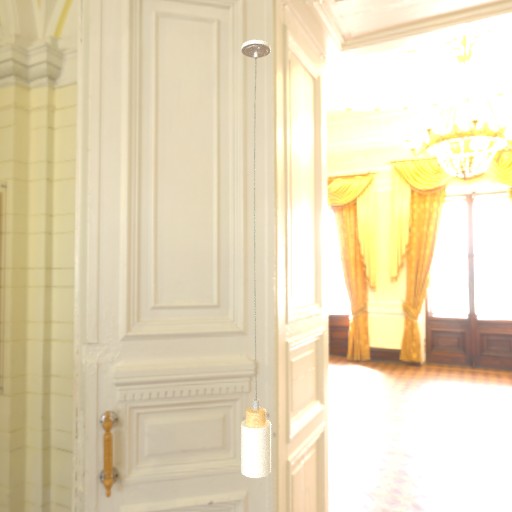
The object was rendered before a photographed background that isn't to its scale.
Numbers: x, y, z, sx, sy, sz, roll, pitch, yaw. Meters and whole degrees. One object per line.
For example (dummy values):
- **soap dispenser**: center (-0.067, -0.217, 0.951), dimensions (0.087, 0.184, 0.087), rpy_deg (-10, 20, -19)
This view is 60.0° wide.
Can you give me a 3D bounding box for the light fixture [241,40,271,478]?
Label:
- **light fixture**: center (0.000, 0.000, 1.881), dimensions (0.125, 1.798, 0.125), rpy_deg (1, -2, -19)
